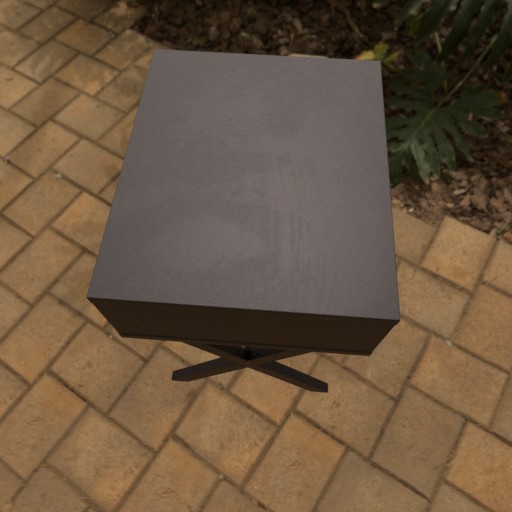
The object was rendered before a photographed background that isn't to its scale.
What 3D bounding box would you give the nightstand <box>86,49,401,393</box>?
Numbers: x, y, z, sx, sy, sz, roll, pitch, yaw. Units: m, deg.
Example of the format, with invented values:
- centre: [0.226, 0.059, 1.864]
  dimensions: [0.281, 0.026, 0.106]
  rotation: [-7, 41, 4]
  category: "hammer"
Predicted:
- centre: [0.000, 0.000, 0.949]
  dimensions: [0.402, 0.623, 0.479]
  rotation: [4, 62, 2]
  category: "nightstand"
